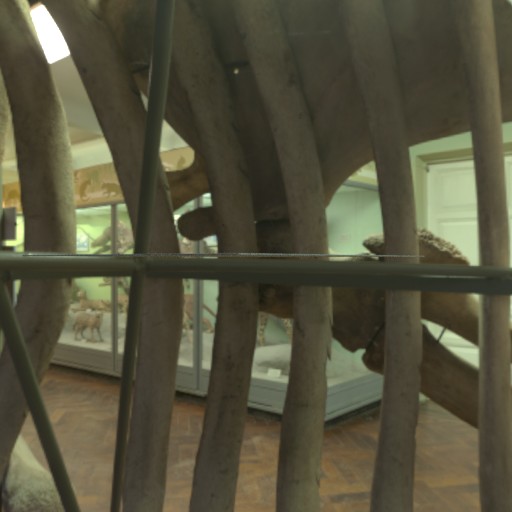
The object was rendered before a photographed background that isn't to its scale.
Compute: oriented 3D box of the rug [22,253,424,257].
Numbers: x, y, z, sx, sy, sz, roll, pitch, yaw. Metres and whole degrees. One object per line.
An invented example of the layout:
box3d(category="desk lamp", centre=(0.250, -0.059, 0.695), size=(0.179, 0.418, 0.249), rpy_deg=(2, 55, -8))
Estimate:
box3d(category="rug", centre=(0.000, 0.000, 2.919), size=(1.522, 0.006, 2.286), rpy_deg=(0, 0, 36))
